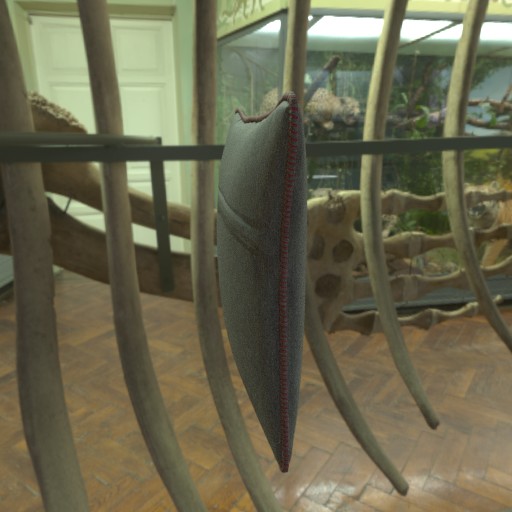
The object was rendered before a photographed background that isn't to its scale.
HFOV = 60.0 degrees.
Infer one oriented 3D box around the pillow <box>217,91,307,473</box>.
[{"bbox_3d":[0.000,0.000,0.746,0.124,0.491,0.482,-3,17,-9],"label":"pillow"}]
